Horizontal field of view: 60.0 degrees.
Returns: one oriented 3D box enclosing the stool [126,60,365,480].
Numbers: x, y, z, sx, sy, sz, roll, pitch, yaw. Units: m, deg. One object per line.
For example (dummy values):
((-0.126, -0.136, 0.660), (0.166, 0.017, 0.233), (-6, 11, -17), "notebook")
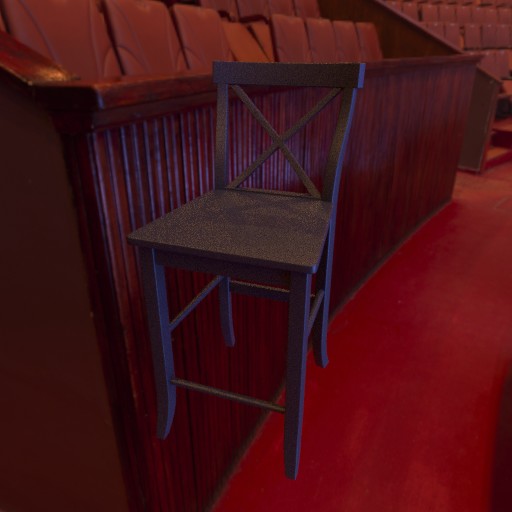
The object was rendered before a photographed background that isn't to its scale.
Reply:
((0.000, 0.000, 1.250), (0.452, 0.989, 0.559), (9, 27, 18), "stool")
